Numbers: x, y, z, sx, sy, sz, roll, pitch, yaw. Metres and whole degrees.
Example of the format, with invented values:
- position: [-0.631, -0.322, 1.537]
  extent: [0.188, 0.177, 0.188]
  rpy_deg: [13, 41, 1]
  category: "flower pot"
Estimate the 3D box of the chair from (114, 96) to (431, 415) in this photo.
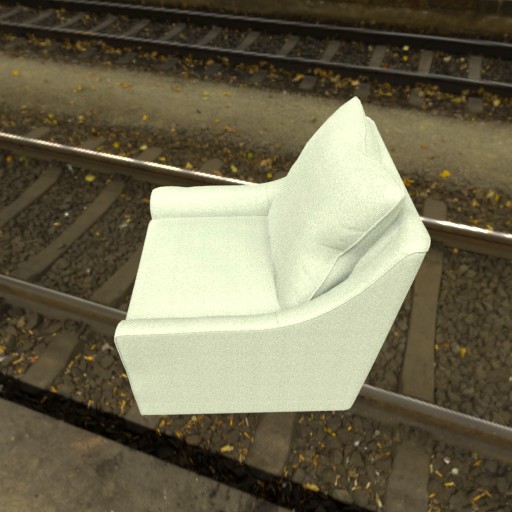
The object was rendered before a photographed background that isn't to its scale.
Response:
- position: [0.000, 0.000, 1.597]
  extent: [0.870, 0.926, 0.760]
  rpy_deg: [-1, 43, -1]
  category: "chair"
